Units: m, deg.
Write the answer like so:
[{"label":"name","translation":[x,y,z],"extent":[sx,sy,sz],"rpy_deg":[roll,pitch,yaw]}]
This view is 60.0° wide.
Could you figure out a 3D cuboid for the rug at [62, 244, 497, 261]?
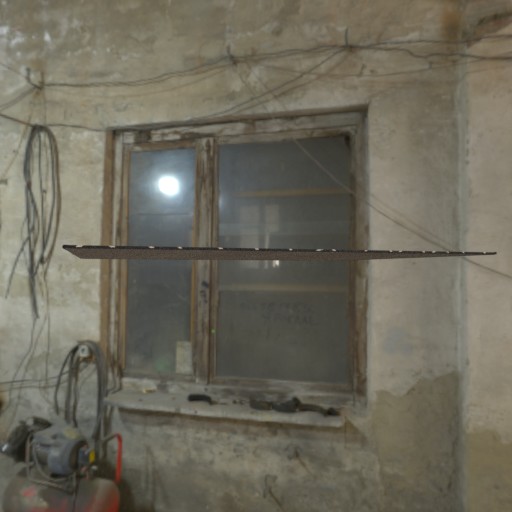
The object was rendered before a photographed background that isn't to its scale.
[{"label":"rug","translation":[0.000,0.000,4.002],"extent":[3.047,0.022,2.439],"rpy_deg":[1,-2,-19]}]
